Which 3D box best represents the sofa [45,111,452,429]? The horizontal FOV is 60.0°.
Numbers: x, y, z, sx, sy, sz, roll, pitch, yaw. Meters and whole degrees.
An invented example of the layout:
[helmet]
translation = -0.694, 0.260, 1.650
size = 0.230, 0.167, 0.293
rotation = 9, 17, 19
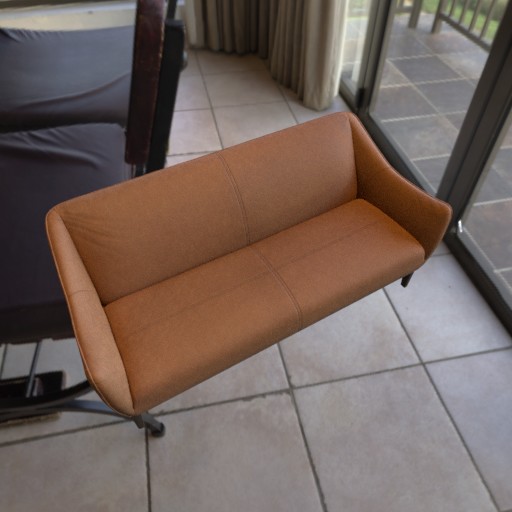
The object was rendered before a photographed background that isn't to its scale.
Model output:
[sofa]
translation = 0.000, 0.000, 2.363
size = 1.928, 0.830, 0.869
rotation = -24, 52, -20
